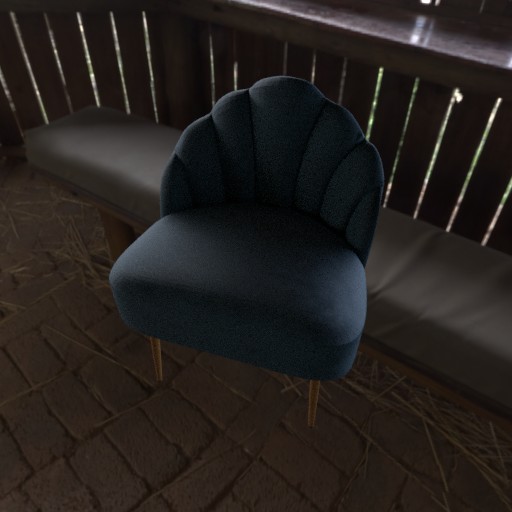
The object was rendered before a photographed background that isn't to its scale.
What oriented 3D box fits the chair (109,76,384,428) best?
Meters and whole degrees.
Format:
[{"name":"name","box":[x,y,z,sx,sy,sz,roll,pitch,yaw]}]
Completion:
[{"name":"chair","box":[0.000,0.000,1.270,0.657,0.819,0.599,12,43,14]}]
